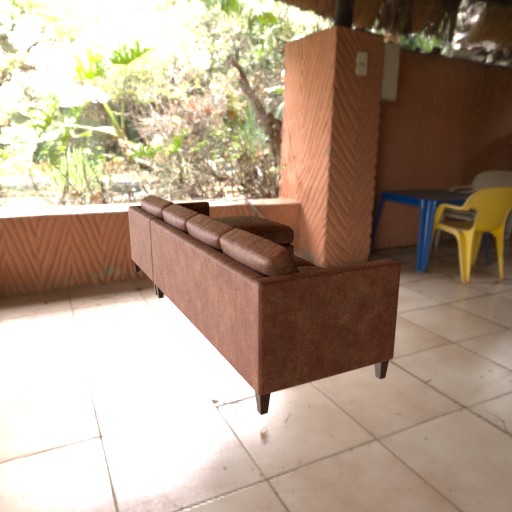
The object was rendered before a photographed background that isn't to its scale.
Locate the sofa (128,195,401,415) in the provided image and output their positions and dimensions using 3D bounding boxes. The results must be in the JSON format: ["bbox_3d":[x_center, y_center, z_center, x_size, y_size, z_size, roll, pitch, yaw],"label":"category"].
[{"bbox_3d":[0.000,0.000,3.952,1.581,0.883,3.203,-7,16,-26],"label":"sofa"}]
